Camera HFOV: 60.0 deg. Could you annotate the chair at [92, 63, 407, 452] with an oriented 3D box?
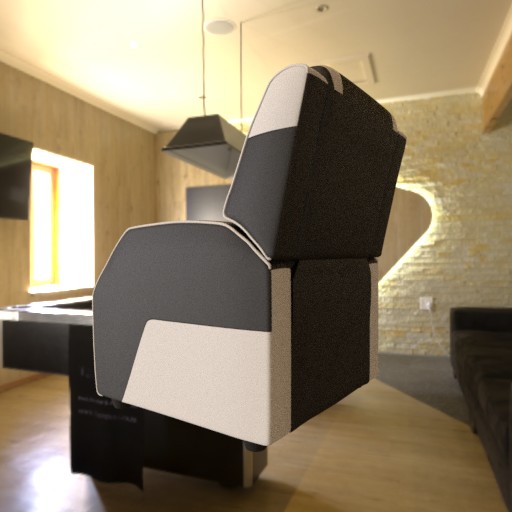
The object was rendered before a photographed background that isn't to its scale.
[{"bbox_3d":[0.000,0.000,1.252,0.672,0.805,0.620,0,1,35],"label":"chair"}]
